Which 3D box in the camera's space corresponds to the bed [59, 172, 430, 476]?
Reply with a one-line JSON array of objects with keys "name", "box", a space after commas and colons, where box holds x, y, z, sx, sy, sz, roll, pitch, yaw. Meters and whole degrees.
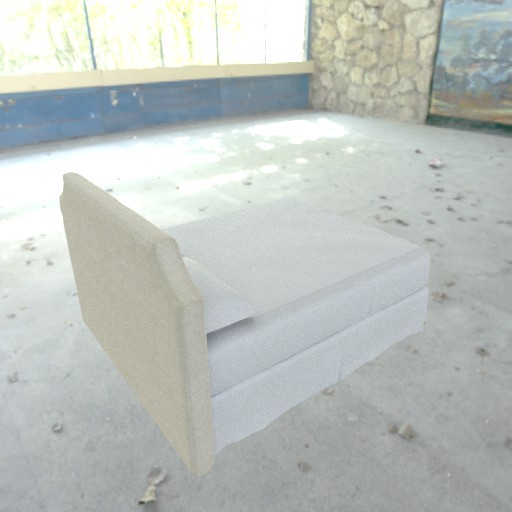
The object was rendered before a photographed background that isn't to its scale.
[{"name": "bed", "box": [0.000, 0.000, 3.255, 2.164, 1.297, 1.828, -18, 32, -33]}]
